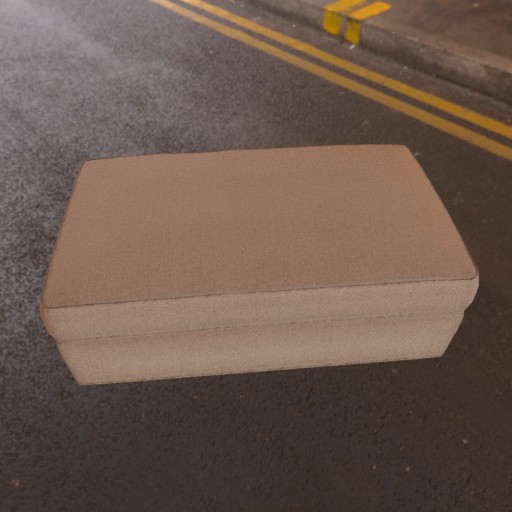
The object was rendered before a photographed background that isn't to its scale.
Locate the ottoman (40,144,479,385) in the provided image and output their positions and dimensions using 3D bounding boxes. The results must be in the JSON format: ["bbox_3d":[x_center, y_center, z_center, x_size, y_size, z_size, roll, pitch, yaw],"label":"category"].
[{"bbox_3d":[0.000,0.000,1.387,1.097,0.448,0.617,-4,47,-3],"label":"ottoman"}]
